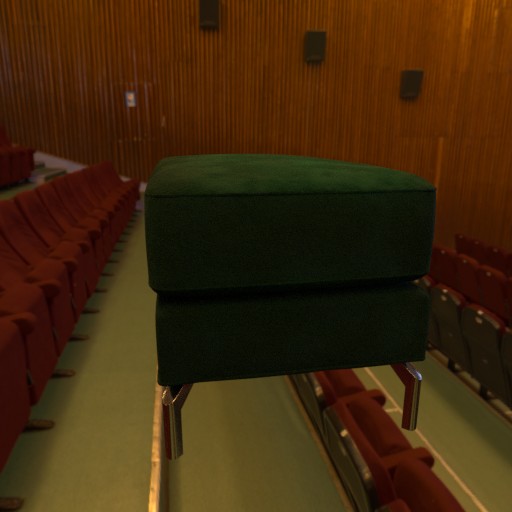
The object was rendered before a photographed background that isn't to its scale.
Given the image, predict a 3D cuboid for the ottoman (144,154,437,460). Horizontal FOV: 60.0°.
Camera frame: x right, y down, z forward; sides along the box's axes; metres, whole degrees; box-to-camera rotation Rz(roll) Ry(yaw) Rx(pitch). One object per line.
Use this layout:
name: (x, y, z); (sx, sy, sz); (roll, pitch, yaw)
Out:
ottoman: (0.000, 0.000, 1.208); (0.536, 0.533, 0.886); (-3, 15, -10)
